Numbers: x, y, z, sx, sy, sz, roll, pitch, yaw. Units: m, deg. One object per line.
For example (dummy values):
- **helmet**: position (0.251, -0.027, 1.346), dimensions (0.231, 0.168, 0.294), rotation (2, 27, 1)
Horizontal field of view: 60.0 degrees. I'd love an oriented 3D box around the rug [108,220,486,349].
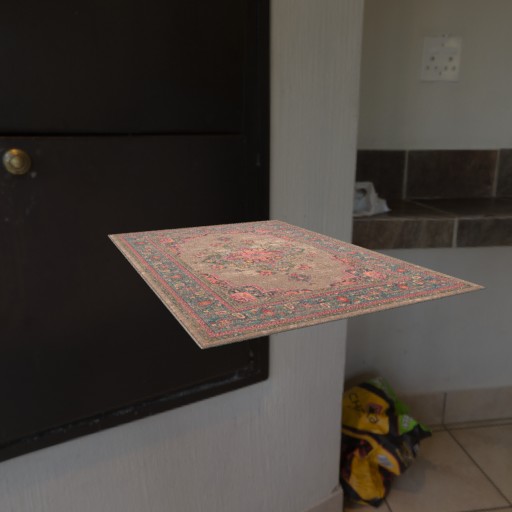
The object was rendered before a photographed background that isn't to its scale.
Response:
- **rug**: position (0.000, 0.000, 3.778), dimensions (2.005, 0.013, 2.890), rotation (-7, 16, -25)
